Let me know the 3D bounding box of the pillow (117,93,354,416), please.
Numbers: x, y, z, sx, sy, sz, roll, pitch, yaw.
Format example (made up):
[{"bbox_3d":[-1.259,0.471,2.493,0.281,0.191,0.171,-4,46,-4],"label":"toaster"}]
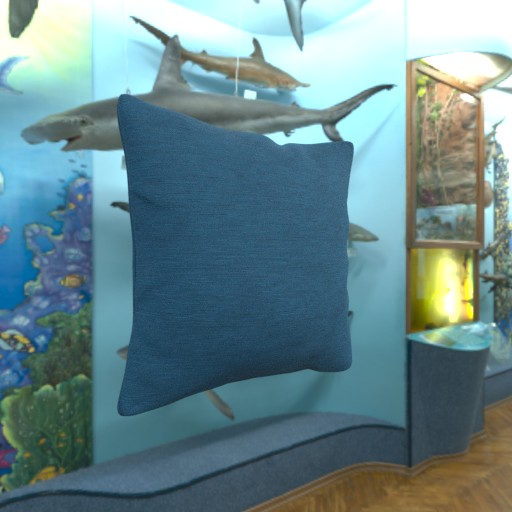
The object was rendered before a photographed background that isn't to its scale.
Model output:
[{"bbox_3d":[0.000,0.000,0.694,0.437,0.420,0.177,0,0,-35],"label":"pillow"}]
